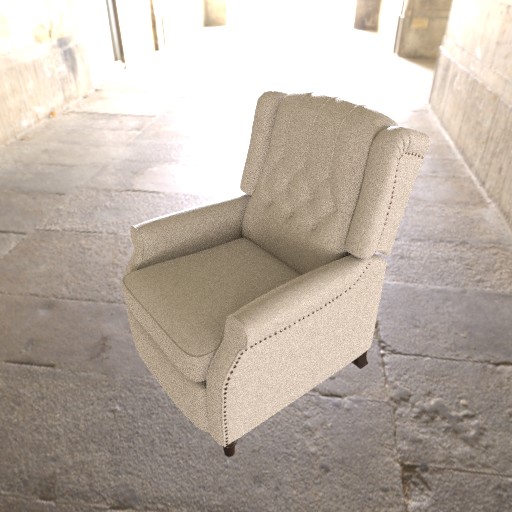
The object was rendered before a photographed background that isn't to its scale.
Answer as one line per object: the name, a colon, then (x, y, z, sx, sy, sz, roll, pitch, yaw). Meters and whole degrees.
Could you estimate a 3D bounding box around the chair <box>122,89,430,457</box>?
chair: (0.000, 0.000, 1.632, 0.902, 1.035, 0.742, -23, 40, -31)
